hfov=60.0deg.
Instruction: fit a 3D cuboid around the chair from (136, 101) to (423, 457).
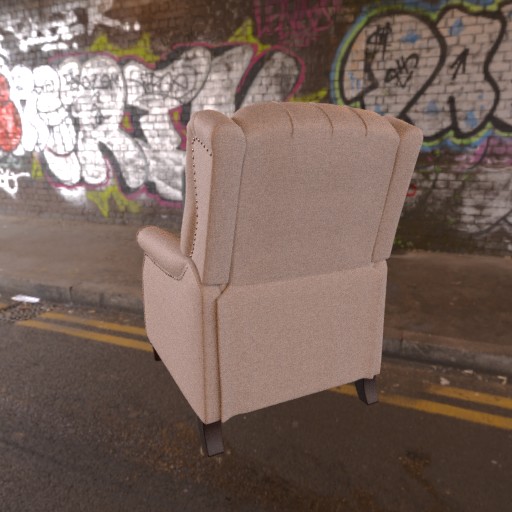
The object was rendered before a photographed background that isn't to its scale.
[{"bbox_3d":[0.000,0.000,1.649,0.742,1.035,0.902,-7,16,-26],"label":"chair"}]
